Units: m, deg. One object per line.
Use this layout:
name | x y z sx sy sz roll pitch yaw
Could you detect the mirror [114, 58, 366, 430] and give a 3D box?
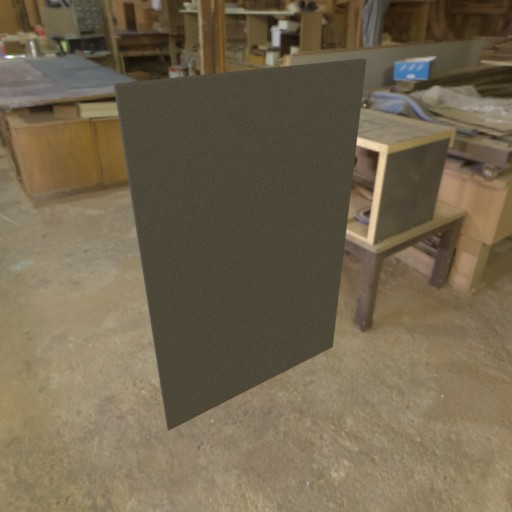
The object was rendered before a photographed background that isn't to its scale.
mirror | 0.000 0.000 1.163 0.613 0.914 0.039 -19 36 -28
